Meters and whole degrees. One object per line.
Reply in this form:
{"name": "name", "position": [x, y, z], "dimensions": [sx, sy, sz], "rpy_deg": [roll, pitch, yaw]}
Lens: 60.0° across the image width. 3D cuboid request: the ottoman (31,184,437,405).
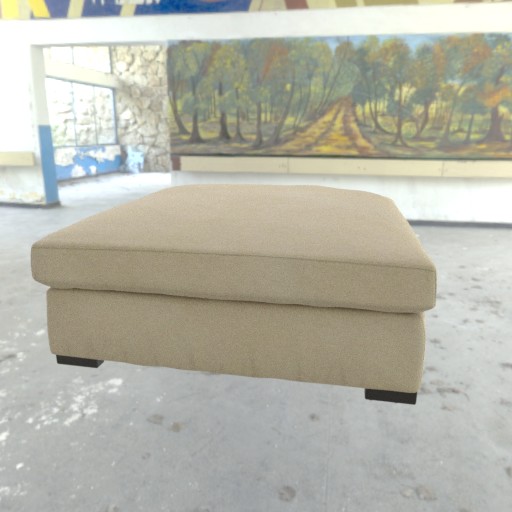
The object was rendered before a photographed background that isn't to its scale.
{"name": "ottoman", "position": [0.000, 0.000, 1.823], "dimensions": [1.205, 0.522, 1.190], "rpy_deg": [3, 16, 11]}
